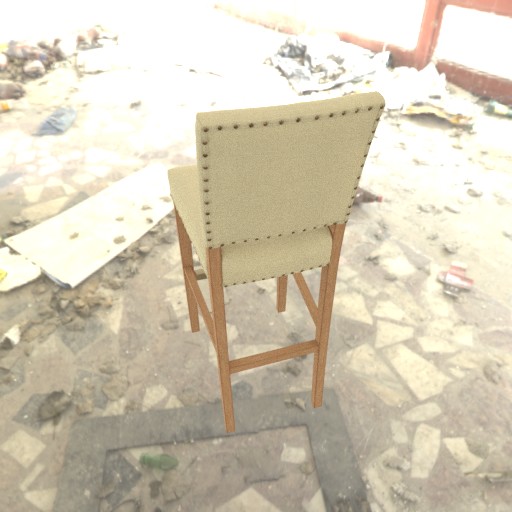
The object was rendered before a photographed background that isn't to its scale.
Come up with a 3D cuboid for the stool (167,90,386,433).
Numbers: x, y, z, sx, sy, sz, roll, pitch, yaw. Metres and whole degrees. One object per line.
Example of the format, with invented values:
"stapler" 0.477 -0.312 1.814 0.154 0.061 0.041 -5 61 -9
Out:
"stool" 0.000 0.000 1.370 0.428 1.143 0.546 -11 42 -13
